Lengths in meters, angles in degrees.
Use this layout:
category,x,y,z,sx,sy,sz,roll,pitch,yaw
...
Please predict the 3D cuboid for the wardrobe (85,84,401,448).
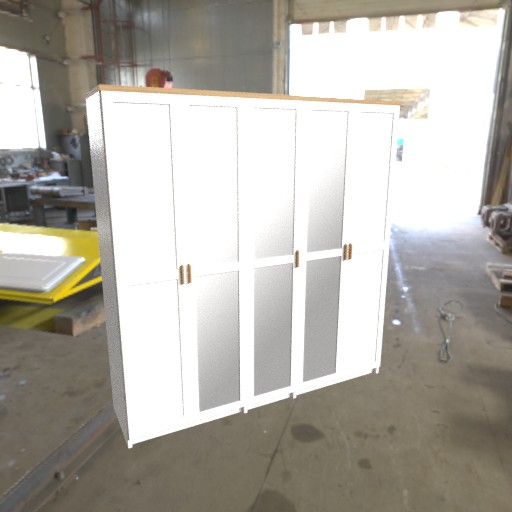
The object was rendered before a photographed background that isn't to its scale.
category,x,y,z,sx,sy,sz,roll,pitch,yaw
wardrobe,0.000,0.000,3.350,2.160,2.260,0.590,-7,16,-26
